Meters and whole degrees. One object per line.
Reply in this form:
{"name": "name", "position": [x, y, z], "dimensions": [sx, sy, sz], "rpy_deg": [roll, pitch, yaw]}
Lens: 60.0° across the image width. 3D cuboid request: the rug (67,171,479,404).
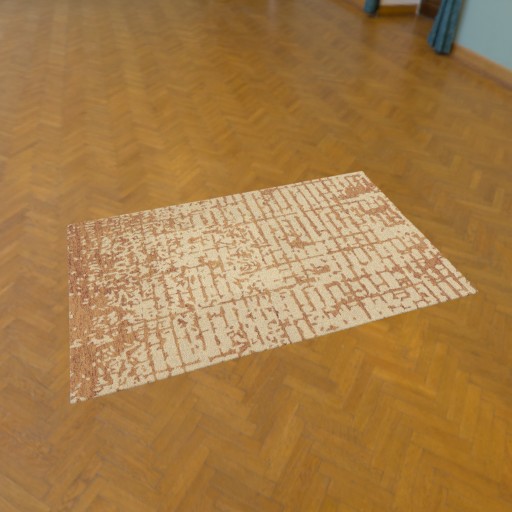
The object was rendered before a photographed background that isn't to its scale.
{"name": "rug", "position": [0.000, 0.000, 3.017], "dimensions": [2.435, 0.011, 1.517], "rpy_deg": [-12, 43, -13]}
